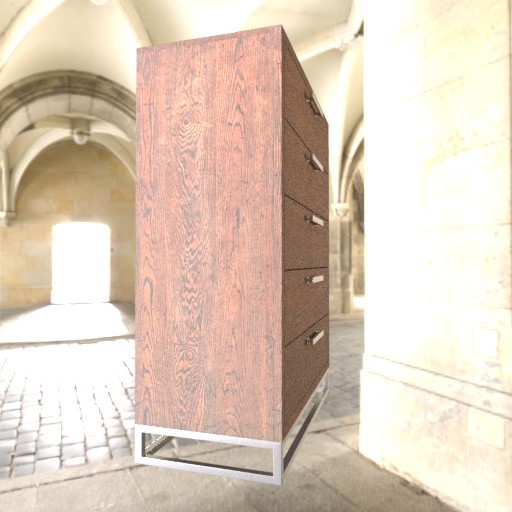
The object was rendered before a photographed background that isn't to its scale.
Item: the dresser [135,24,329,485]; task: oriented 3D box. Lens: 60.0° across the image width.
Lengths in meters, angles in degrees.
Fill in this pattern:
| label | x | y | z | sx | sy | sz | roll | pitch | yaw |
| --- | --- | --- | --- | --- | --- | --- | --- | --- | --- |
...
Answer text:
| label | x | y | z | sx | sy | sz | roll | pitch | yaw |
| --- | --- | --- | --- | --- | --- | --- | --- | --- | --- |
| dresser | 0.000 | 0.000 | 1.795 | 0.508 | 1.321 | 0.965 | 0 | -1 | 17 |
